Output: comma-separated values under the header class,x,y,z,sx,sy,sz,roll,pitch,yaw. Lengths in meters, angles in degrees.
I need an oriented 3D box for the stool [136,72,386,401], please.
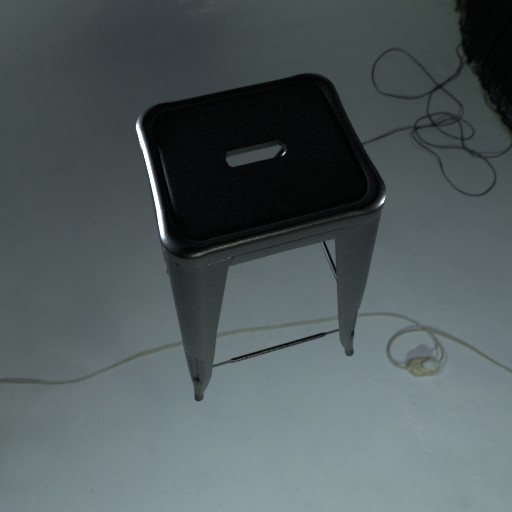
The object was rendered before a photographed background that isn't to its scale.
class,x,y,z,sx,sy,sz,roll,pitch,yaw
stool,0.000,0.000,0.857,0.399,0.609,0.359,-15,64,-7
